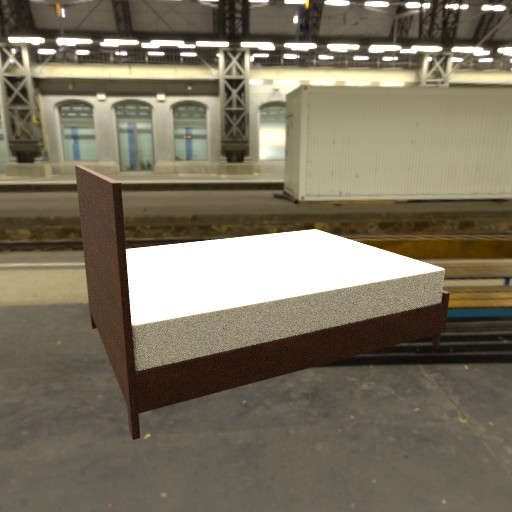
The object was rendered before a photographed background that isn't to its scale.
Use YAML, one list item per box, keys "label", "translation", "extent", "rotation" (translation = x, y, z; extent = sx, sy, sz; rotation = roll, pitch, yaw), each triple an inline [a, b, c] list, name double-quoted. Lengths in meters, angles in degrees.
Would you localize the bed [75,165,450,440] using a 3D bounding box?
- label: "bed"
  translation: [0.000, 0.000, 3.216]
  extent: [2.184, 1.270, 1.600]
  rotation: [-7, 16, -26]
